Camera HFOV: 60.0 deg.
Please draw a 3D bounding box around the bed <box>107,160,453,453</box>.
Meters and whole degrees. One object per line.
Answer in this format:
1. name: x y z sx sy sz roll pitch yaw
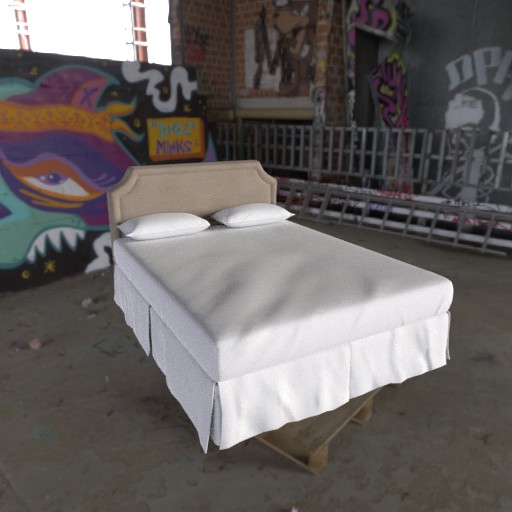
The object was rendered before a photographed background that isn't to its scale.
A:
1. bed: 0.000 0.000 3.650 1.977 1.293 2.498 -10 20 -28
